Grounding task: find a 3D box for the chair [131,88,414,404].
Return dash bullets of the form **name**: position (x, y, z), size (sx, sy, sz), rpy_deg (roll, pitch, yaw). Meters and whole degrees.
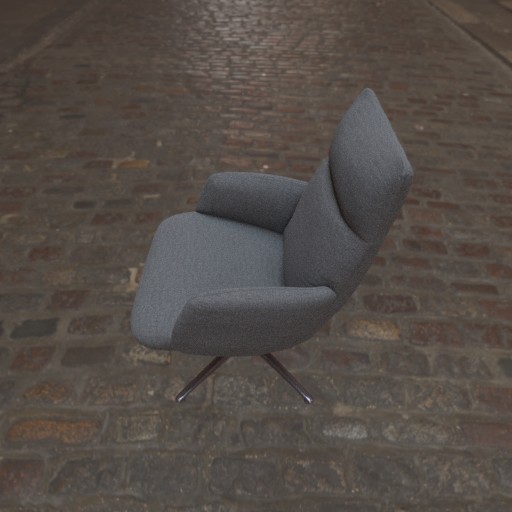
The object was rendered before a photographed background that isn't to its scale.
- **chair**: position (0.000, 0.000, 1.537), size (0.831, 0.984, 0.702), rpy_deg (0, 41, 0)
